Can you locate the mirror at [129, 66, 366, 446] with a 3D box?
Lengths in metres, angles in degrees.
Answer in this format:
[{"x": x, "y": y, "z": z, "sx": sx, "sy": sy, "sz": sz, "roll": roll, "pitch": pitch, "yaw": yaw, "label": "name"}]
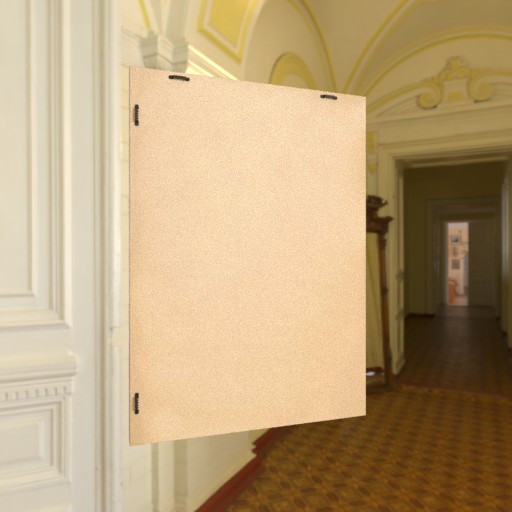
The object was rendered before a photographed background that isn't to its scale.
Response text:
[{"x": 0.000, "y": 0.000, "z": 0.921, "sx": 0.508, "sy": 0.711, "sz": 0.039, "roll": 0, "pitch": 0, "yaw": -19, "label": "mirror"}]
